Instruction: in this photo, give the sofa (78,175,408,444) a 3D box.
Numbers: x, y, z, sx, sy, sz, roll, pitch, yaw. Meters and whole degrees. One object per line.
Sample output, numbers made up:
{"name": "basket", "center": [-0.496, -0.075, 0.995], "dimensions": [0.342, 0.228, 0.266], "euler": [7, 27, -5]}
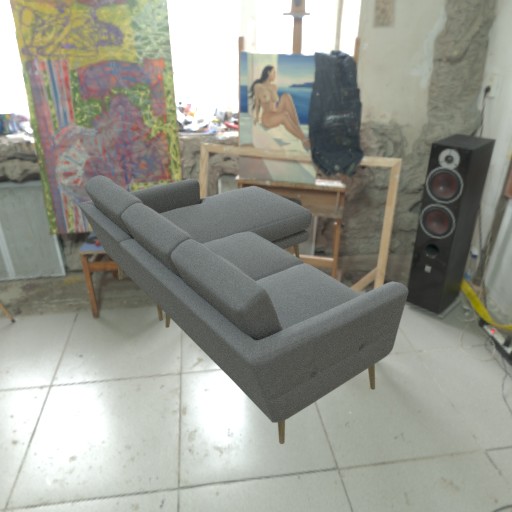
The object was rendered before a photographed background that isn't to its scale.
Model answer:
{"name": "sofa", "center": [0.000, 0.000, 2.807], "dimensions": [1.530, 0.860, 2.040], "euler": [-20, 34, -32]}
